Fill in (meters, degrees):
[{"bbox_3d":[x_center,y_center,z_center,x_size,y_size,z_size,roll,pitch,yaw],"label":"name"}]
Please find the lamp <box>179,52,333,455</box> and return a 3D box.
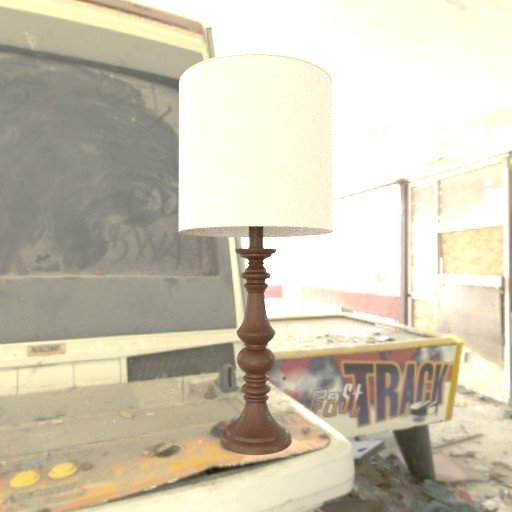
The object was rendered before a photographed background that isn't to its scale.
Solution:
[{"bbox_3d":[0.000,0.000,0.726,0.250,0.597,0.250,0,-1,2],"label":"lamp"}]
